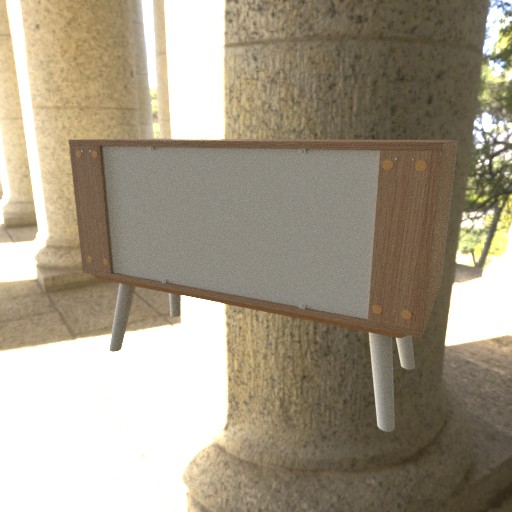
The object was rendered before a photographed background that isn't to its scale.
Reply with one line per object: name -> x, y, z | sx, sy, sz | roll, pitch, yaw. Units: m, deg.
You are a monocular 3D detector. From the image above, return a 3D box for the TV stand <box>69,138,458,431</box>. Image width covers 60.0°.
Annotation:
TV stand -> 0.000, 0.000, 1.303 | 0.991, 0.660, 0.407 | 8, 17, 26
